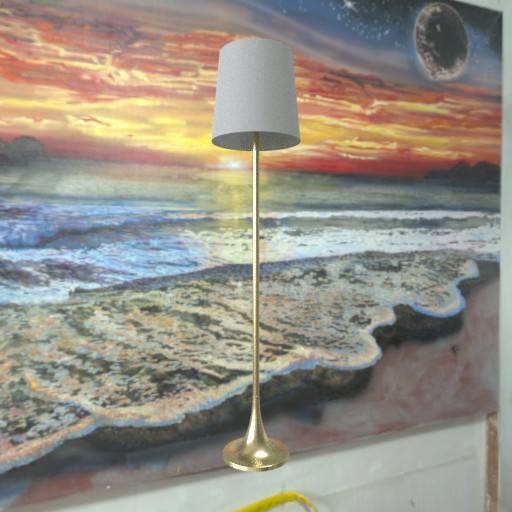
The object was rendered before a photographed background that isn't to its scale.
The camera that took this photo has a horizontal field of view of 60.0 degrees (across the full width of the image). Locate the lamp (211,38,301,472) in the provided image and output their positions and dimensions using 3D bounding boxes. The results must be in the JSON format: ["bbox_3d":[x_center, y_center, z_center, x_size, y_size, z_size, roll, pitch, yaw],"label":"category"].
[{"bbox_3d":[0.000,0.000,1.698,0.337,1.543,0.337,0,2,0],"label":"lamp"}]
